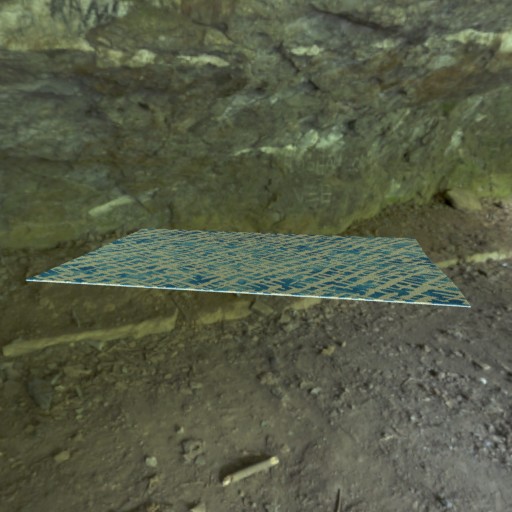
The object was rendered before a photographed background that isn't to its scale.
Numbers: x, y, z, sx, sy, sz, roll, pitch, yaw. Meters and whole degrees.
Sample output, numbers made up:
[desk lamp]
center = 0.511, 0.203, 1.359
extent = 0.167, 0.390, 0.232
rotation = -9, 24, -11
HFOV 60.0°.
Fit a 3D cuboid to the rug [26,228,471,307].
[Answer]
[rug]
center = 0.000, 0.000, 2.359
extent = 1.830, 0.011, 1.209
rotation = 3, 15, 10
